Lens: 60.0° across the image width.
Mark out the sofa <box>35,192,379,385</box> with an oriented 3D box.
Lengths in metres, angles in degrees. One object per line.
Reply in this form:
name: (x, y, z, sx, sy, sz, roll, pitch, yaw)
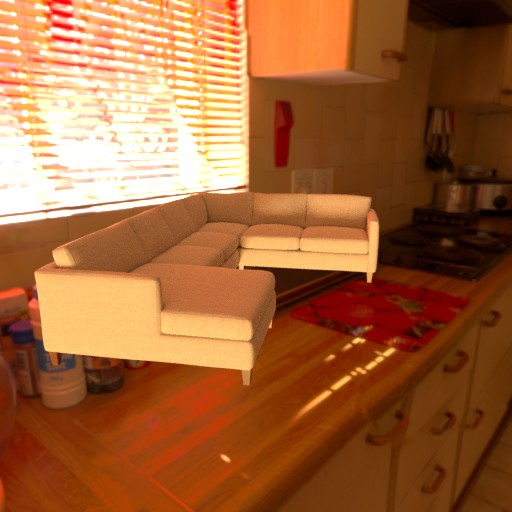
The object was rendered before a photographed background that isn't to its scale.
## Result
sofa: (0.000, 0.000, 4.575, 2.594, 0.961, 3.460, 3, 15, 10)
